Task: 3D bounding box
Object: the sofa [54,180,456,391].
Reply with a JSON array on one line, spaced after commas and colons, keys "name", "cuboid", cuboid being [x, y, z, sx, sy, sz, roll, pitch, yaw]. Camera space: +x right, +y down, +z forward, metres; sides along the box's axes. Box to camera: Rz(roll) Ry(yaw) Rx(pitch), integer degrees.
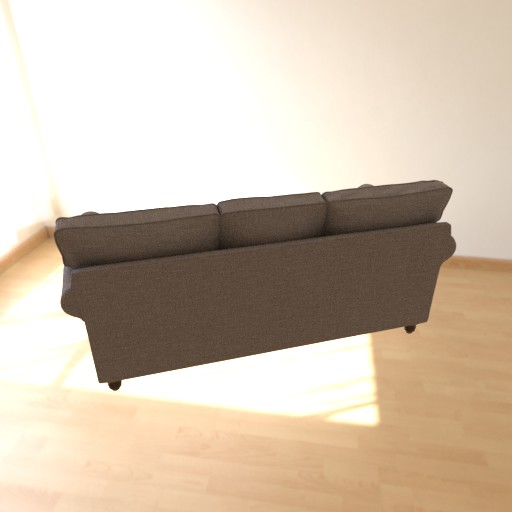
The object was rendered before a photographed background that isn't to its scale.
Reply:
[{"name": "sofa", "cuboid": [0.000, 0.000, 2.657, 2.084, 0.961, 0.916, -8, 29, -14]}]
